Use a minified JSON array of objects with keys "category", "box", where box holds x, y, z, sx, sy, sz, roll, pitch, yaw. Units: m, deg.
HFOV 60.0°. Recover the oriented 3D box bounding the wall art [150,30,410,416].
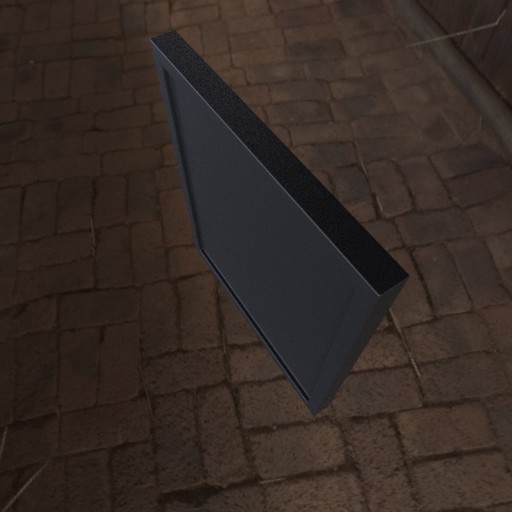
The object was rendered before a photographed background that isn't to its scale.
[{"category":"wall art","box":[0.000,0.000,0.522,0.028,0.381,0.328,-30,63,-17]}]
